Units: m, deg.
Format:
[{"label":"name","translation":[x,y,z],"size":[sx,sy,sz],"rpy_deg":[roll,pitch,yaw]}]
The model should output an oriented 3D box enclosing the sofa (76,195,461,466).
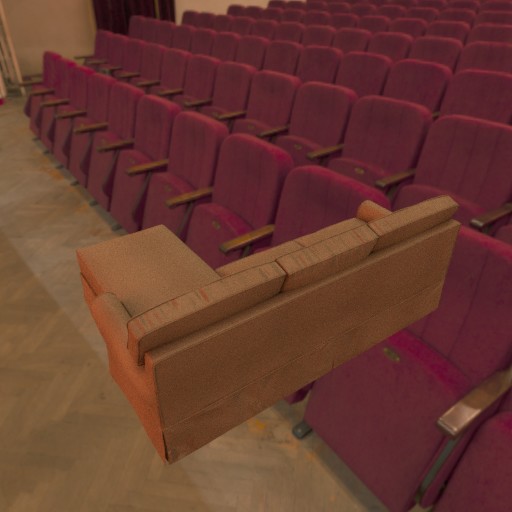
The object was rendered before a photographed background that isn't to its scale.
[{"label":"sofa","translation":[0.000,0.000,3.327],"size":[2.475,0.978,1.733],"rpy_deg":[-21,38,-29]}]
